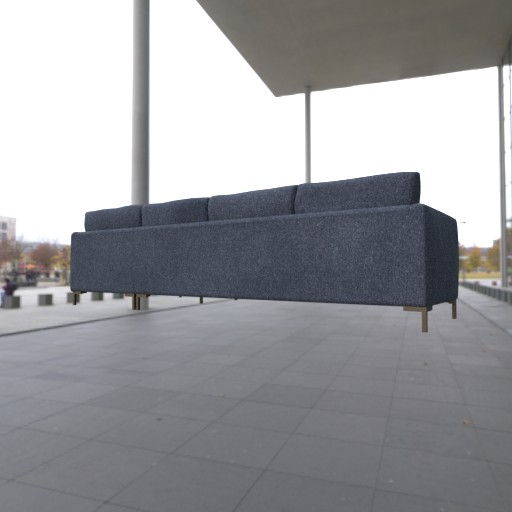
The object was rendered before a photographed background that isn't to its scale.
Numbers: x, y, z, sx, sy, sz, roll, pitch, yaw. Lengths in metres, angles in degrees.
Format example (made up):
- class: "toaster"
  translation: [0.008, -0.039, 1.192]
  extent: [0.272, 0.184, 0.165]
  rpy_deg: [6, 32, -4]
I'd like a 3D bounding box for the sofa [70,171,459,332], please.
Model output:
- class: "sofa"
  translation: [0.000, 0.000, 3.451]
  extent: [2.932, 0.810, 1.350]
  rpy_deg: [-1, -2, 35]
